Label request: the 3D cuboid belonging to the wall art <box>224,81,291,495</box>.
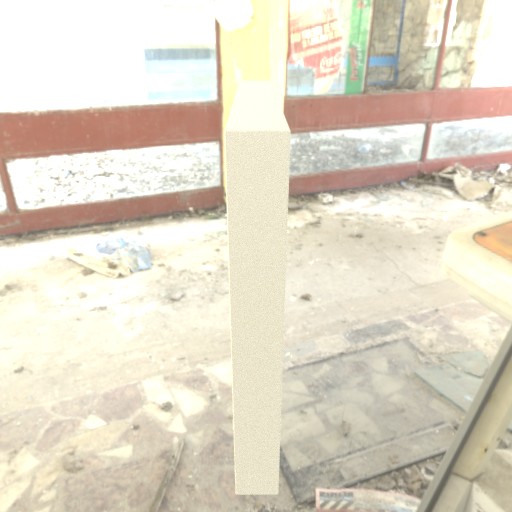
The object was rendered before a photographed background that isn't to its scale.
[{"bbox_3d":[0.000,0.000,0.448,0.037,0.305,0.305,0,26,0],"label":"wall art"}]
